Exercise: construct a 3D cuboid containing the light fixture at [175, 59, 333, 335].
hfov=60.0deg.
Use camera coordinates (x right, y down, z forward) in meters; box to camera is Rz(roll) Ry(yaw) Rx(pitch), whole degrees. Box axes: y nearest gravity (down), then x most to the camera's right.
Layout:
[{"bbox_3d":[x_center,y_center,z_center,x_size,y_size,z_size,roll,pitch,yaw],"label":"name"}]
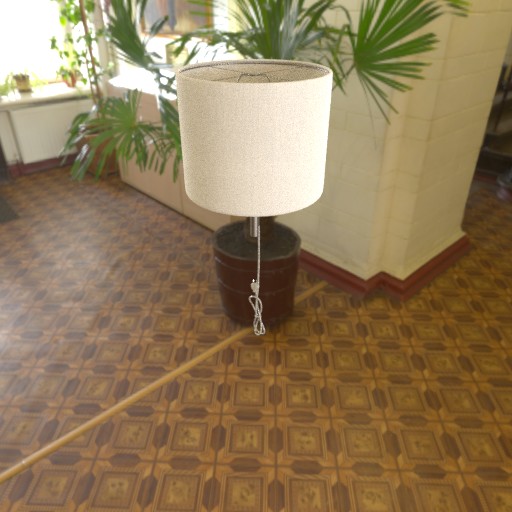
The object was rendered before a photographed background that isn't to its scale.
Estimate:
[{"bbox_3d":[0.000,0.000,1.032,0.253,0.842,0.479,1,31,1],"label":"light fixture"}]
